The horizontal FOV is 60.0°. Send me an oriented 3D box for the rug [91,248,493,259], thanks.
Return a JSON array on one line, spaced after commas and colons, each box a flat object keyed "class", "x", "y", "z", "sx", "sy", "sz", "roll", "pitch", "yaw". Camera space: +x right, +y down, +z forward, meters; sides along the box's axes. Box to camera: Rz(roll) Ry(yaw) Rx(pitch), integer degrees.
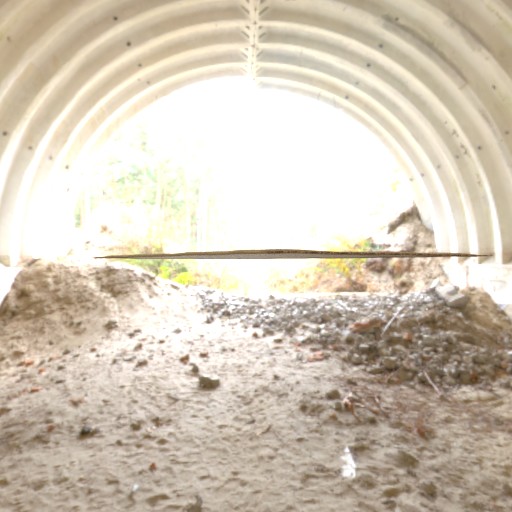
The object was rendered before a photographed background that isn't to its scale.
[{"class": "rug", "x": 0.000, "y": 0.000, "z": 3.018, "sx": 1.529, "sy": 0.027, "sz": 2.434, "roll": 1, "pitch": -1, "yaw": -36}]
